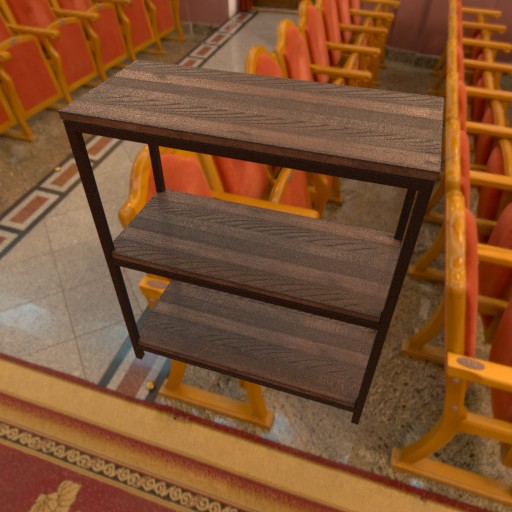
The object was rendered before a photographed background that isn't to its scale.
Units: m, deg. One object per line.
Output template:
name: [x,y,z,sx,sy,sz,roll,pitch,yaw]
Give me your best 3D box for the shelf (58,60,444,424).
shelf: [0.000,0.000,1.342,0.822,0.947,0.352,13,44,14]
